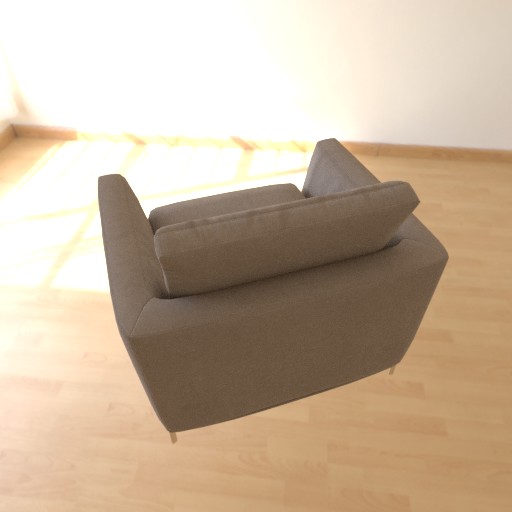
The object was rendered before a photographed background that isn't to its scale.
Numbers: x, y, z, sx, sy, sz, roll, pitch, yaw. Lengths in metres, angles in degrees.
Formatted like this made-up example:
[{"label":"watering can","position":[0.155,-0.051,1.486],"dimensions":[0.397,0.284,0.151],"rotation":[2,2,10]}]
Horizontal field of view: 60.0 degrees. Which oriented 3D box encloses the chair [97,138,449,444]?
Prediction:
[{"label":"chair","position":[0.000,0.000,1.672],"dimensions":[1.041,0.864,0.889],"rotation":[-13,43,-14]}]
